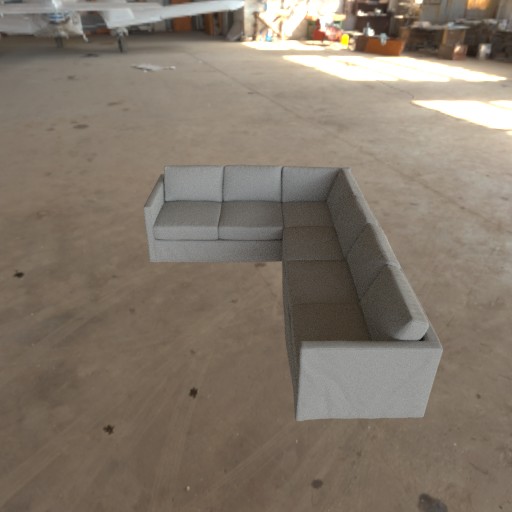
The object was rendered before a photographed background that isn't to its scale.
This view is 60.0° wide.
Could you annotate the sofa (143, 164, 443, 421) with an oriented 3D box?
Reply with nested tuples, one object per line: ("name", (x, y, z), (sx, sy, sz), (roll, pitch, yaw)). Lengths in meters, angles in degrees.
("sofa", (0.000, 0.000, 4.328), (2.432, 0.871, 3.182), (0, 31, 0))
